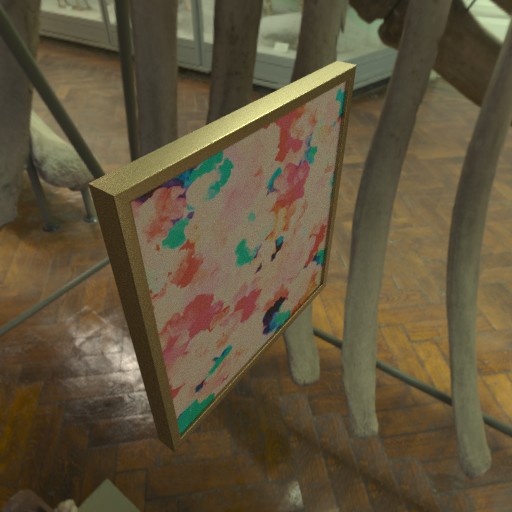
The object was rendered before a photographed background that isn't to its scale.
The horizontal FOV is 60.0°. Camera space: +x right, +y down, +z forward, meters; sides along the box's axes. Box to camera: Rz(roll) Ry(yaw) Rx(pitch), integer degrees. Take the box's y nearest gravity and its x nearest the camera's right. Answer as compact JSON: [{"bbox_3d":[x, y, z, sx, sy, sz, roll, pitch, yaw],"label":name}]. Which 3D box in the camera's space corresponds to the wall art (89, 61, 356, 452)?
[{"bbox_3d":[0.000,0.000,0.754,0.037,0.509,0.510,26,46,27],"label":"wall art"}]
